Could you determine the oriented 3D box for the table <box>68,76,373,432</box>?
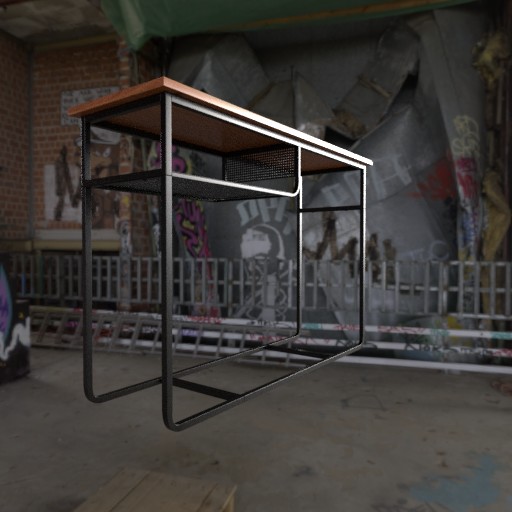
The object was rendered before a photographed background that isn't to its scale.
[{"bbox_3d":[0.000,0.000,1.449,0.350,0.750,1.100,1,2,36],"label":"table"}]
